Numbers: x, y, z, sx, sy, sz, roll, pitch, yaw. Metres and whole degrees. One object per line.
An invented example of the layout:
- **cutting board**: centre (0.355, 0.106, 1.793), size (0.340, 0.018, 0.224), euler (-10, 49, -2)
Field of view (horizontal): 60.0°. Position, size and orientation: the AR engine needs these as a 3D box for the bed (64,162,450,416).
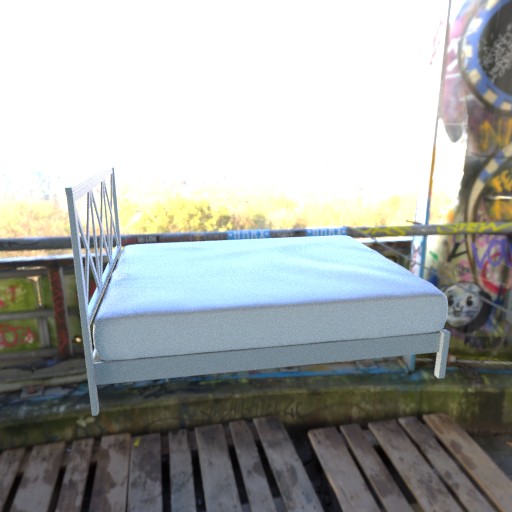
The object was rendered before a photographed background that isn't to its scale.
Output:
- **bed**: centre (0.000, 0.000, 3.225), size (2.135, 1.253, 1.673), euler (-3, 16, -10)
